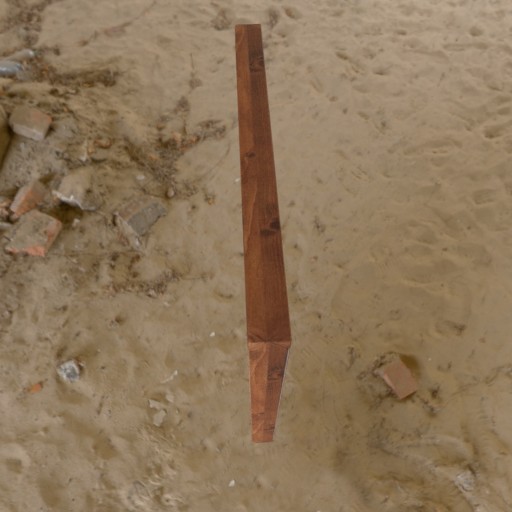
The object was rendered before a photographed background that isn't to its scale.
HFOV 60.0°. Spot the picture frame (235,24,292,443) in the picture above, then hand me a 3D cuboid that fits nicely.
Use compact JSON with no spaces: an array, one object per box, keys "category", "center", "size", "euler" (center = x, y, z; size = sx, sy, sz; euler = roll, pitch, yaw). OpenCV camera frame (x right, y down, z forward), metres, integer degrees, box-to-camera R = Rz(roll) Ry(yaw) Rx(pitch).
[{"category":"picture frame","center":[0.000,0.000,0.522],"size":[0.028,0.356,0.352],"euler":[-2,58,-1]}]
